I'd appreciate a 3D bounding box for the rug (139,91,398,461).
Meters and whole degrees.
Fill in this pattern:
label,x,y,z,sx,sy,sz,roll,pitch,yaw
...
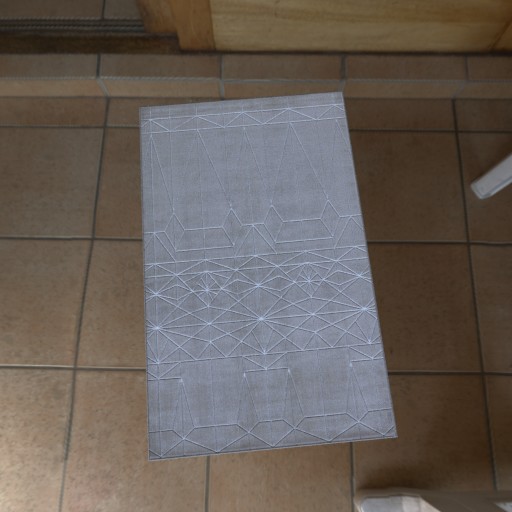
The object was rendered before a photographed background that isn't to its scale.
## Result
label,x,y,z,sx,sy,sz,roll,pitch,yaw
rug,0.000,0.000,3.008,1.524,0.012,2.438,-5,75,-1
